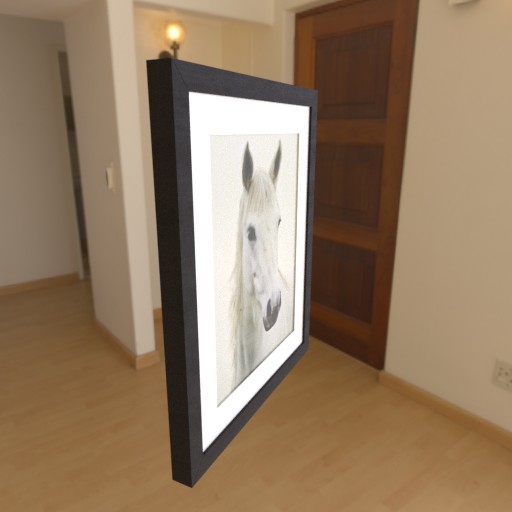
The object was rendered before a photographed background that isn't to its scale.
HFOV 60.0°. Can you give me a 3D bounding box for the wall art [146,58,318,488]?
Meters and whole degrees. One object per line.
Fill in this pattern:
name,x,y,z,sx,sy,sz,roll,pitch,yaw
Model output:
wall art,0.000,0.000,0.743,0.034,0.552,0.455,8,18,26
